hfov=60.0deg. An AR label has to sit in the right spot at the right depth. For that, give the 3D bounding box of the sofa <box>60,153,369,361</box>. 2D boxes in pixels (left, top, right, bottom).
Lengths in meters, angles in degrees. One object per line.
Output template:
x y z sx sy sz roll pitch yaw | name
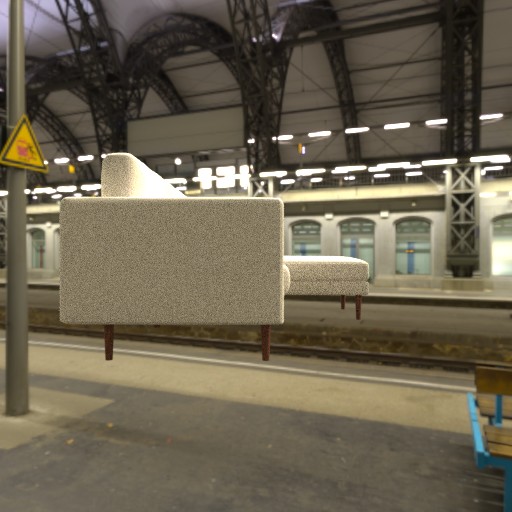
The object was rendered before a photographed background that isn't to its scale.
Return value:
0.000 0.000 2.775 1.580 0.899 2.029 0 0 1 | sofa
